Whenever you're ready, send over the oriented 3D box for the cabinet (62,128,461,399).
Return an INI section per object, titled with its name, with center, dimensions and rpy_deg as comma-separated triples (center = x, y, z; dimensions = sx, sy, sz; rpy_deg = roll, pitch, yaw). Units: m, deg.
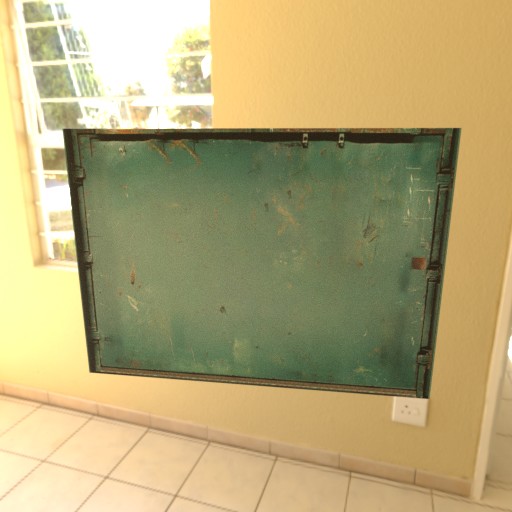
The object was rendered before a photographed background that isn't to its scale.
[cabinet]
center = 0.000, 0.000, 3.915
dimensions = 3.001, 2.160, 0.680
rpy_deg = 2, 15, 8
